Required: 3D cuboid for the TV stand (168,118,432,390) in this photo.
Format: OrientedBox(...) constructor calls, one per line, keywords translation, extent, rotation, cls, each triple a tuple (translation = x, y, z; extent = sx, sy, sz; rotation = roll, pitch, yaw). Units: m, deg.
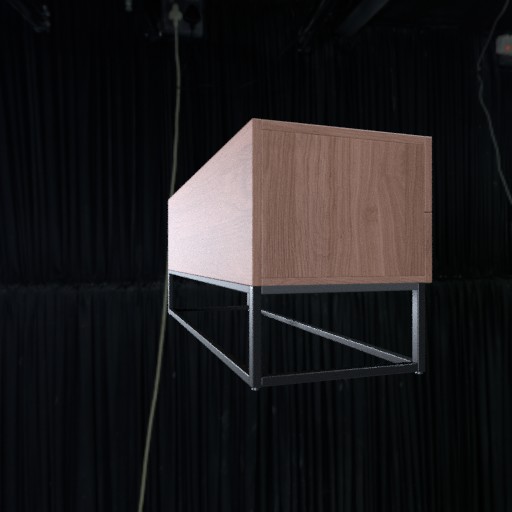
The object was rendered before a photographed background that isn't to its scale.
OrientedBox(translation=(0.000, 0.000, 1.446), extent=(0.415, 0.500, 1.200), rotation=(0, 0, -18), cls="TV stand")
